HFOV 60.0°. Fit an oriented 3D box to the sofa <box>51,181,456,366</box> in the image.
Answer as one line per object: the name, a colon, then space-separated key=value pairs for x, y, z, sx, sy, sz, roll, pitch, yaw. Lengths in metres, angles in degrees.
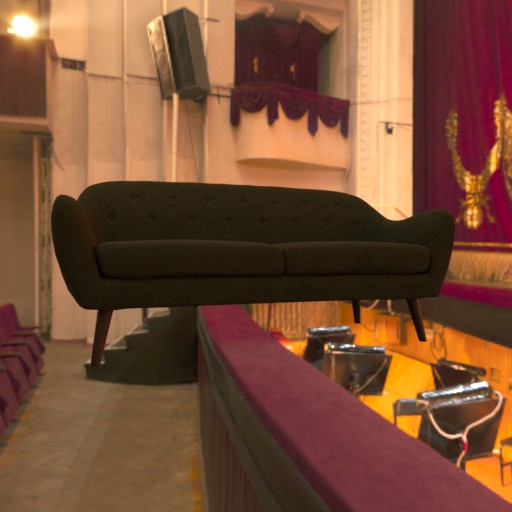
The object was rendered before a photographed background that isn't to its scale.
sofa: x=0.000 y=0.000 z=2.252 sx=1.840 sy=0.836 sz=0.820 roll=0 pitch=0 yaw=-18
